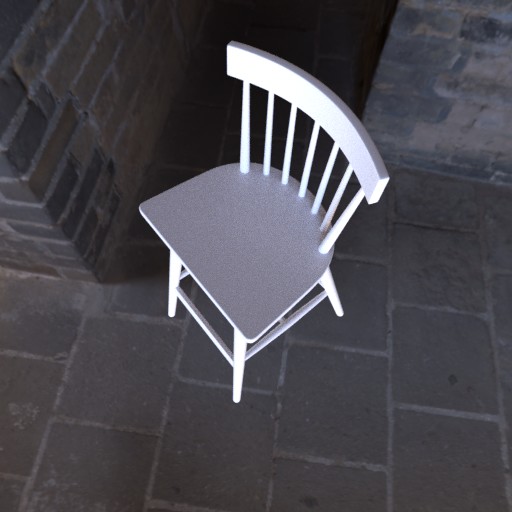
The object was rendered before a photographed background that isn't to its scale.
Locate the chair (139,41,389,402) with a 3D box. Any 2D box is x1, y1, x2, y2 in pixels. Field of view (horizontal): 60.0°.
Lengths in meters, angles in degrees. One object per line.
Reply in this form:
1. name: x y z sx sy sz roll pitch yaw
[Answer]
1. chair: 0.000 0.000 1.348 0.572 1.092 0.483 -36 69 -16
